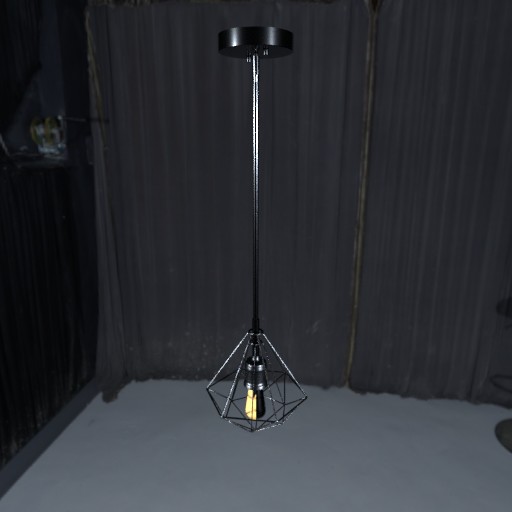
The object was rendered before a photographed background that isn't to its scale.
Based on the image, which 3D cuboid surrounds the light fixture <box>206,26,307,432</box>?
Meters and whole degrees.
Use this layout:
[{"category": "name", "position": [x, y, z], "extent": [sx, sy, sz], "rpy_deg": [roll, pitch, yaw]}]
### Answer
[{"category": "light fixture", "position": [0.000, 0.000, 1.941], "extent": [0.487, 1.764, 0.431], "rpy_deg": [2, 15, 8]}]
